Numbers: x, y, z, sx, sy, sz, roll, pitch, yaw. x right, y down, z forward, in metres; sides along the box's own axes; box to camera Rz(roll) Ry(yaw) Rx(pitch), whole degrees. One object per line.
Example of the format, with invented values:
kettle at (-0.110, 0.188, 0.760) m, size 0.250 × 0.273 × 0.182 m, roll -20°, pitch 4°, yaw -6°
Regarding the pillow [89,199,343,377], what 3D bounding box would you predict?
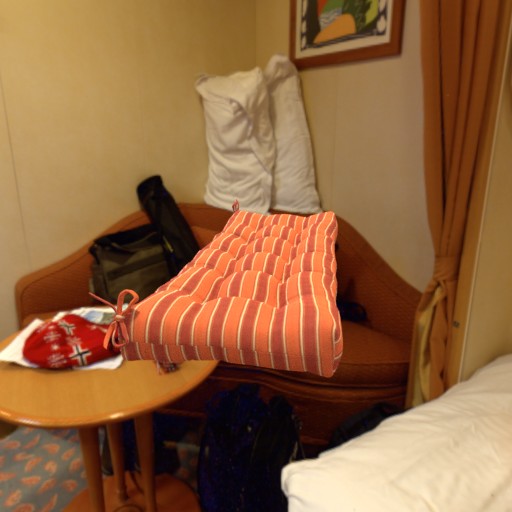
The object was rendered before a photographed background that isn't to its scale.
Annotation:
pillow at (0.000, 0.000, 1.377) m, size 0.511 × 0.174 × 1.194 m, roll 3°, pitch 17°, yaw 9°
